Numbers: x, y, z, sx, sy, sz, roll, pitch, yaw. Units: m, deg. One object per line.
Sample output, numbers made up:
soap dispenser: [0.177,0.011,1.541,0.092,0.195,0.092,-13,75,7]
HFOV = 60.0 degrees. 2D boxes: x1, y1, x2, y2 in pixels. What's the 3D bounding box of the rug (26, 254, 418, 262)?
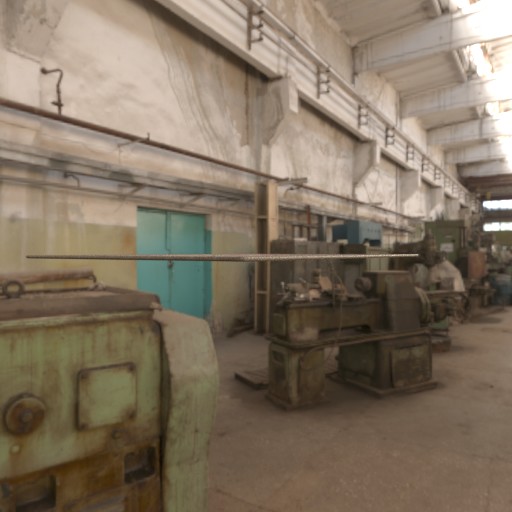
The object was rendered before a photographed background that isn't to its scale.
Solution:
rug: [0.000,0.000,2.244,1.144,0.014,1.748,0,1,35]
